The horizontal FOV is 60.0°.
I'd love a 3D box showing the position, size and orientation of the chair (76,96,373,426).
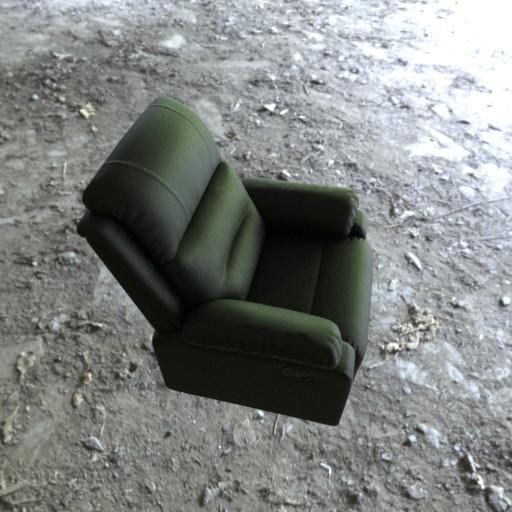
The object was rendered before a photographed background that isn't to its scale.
[{"bbox_3d":[0.000,0.000,1.689,0.919,0.992,0.855,10,48,9],"label":"chair"}]
